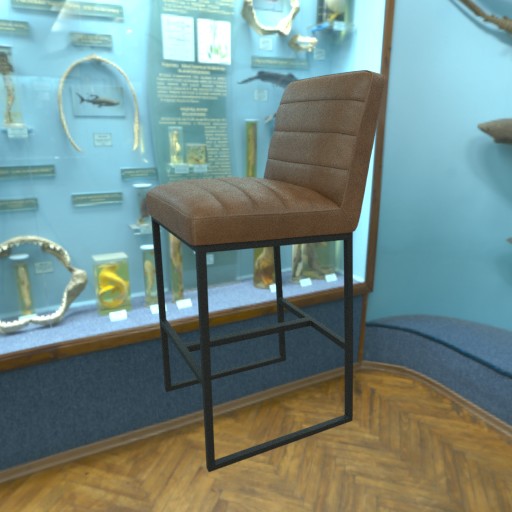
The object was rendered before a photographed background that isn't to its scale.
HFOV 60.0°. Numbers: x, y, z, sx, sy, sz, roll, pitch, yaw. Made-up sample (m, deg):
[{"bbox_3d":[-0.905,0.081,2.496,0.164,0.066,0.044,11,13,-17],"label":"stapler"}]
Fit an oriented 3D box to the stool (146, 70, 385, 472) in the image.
[{"bbox_3d":[0.000,0.000,1.347,0.556,1.040,0.458,-8,18,-25],"label":"stool"}]
